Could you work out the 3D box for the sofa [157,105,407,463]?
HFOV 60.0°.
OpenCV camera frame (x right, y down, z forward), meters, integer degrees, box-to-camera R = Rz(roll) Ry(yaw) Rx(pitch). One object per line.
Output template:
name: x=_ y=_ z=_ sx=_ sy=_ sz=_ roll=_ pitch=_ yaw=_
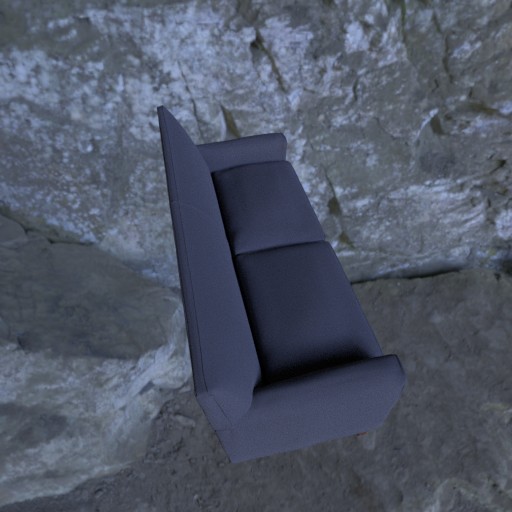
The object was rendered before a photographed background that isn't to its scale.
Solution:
sofa: x=0.000 y=0.000 z=2.462 sx=0.843 sy=0.907 sz=2.002 roll=-9 pitch=46 yaw=-9
